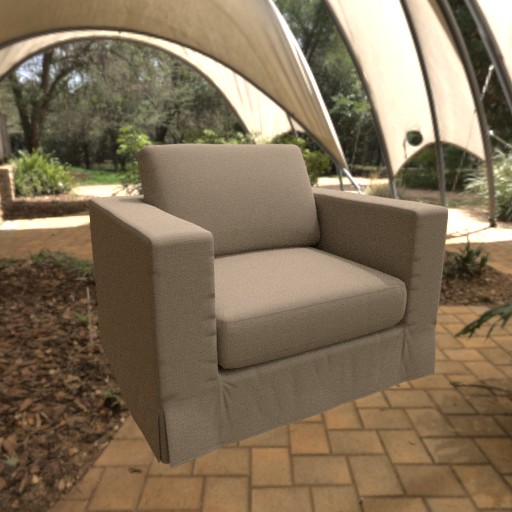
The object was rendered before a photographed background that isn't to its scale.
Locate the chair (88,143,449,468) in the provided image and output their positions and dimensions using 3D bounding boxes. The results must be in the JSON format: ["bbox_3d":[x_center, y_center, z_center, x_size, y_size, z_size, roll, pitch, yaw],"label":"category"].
[{"bbox_3d":[0.000,0.000,1.790,1.150,0.878,0.957,-8,17,-28],"label":"chair"}]
